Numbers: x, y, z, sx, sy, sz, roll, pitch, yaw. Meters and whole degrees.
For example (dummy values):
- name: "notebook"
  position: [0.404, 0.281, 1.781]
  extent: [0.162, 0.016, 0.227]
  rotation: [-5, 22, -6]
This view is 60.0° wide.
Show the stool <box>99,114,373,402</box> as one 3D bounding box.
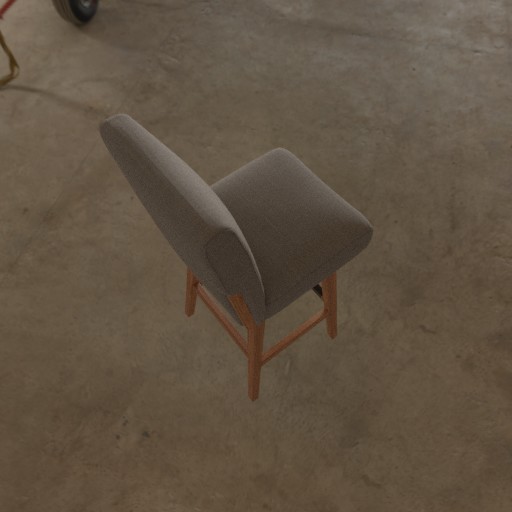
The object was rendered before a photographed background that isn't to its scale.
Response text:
- name: "stool"
  position: [0.000, 0.000, 1.417]
  extent: [0.570, 1.112, 0.483]
  rotation: [-33, 63, -19]
